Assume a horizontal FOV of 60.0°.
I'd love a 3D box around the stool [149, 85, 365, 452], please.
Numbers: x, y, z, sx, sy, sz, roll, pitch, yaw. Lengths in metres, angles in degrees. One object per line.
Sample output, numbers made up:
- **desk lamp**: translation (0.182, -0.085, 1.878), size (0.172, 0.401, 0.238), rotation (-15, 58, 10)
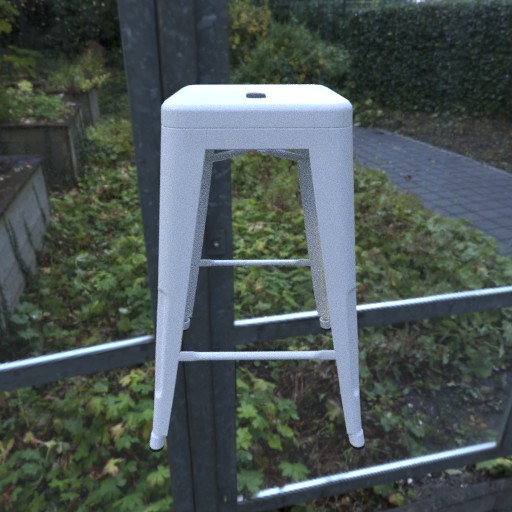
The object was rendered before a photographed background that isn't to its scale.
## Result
- **stool**: translation (0.000, 0.000, 0.873), size (0.406, 0.610, 0.406), rotation (0, 26, -1)
